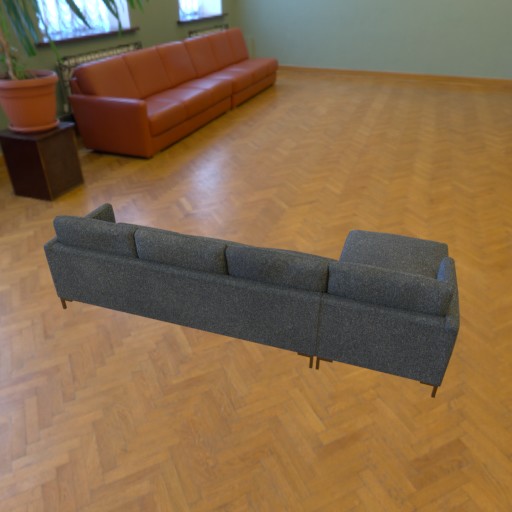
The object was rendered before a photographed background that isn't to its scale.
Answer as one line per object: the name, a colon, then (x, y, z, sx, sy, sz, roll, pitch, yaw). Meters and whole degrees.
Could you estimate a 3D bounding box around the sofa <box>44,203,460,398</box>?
sofa: (0.000, 0.000, 3.520, 2.932, 0.810, 1.350, 10, 33, 16)
